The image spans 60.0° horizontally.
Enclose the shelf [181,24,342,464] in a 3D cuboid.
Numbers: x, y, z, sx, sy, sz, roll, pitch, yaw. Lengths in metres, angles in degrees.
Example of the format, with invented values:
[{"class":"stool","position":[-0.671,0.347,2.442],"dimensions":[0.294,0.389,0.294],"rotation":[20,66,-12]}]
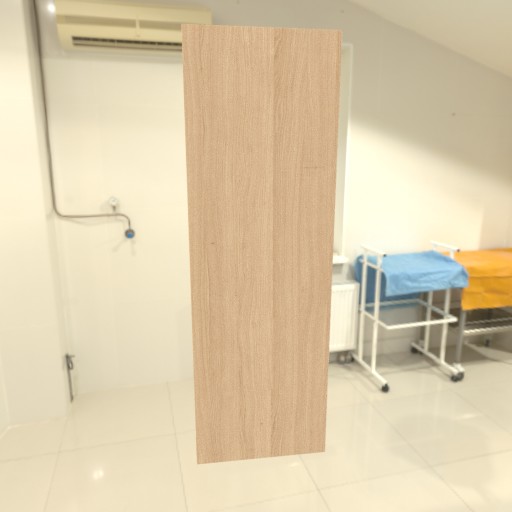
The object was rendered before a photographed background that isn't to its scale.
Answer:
[{"class":"shelf","position":[0.000,0.000,0.983],"dimensions":[0.290,0.882,0.197],"rotation":[-2,13,-8]}]
